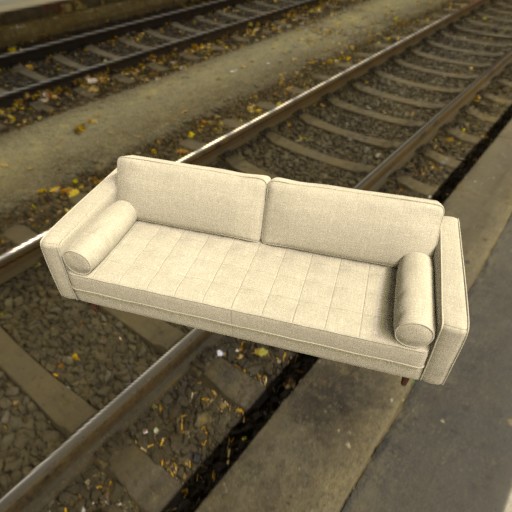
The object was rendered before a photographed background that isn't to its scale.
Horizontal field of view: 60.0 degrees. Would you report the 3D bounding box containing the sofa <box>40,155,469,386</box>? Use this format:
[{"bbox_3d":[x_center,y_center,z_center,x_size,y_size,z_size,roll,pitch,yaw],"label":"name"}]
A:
[{"bbox_3d":[0.000,0.000,2.585,2.211,0.762,0.914,11,42,12],"label":"sofa"}]
